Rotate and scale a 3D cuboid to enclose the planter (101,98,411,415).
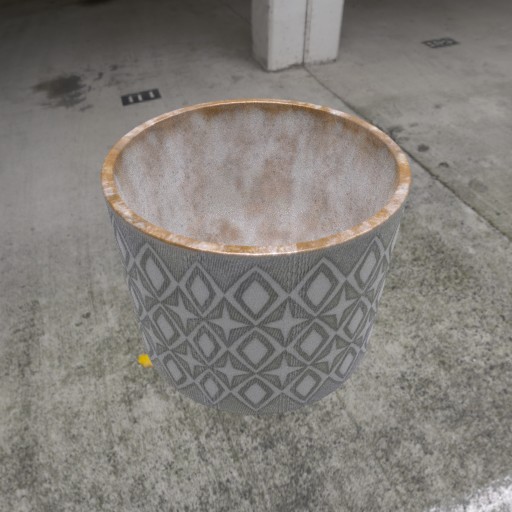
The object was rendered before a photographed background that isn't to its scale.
[{"bbox_3d":[0.000,0.000,0.447,0.255,0.223,0.255,0,41,0],"label":"planter"}]
